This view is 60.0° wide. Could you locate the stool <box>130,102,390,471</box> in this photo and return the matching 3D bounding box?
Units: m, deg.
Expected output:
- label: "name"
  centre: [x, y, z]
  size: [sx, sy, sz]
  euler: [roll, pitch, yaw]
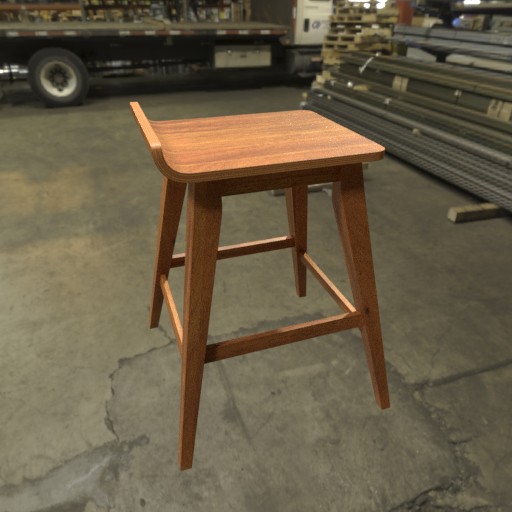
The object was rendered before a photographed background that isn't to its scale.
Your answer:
- label: "stool"
  centre: [0.000, 0.000, 1.017]
  size: [0.500, 0.650, 0.500]
  euler: [-10, 32, -16]
